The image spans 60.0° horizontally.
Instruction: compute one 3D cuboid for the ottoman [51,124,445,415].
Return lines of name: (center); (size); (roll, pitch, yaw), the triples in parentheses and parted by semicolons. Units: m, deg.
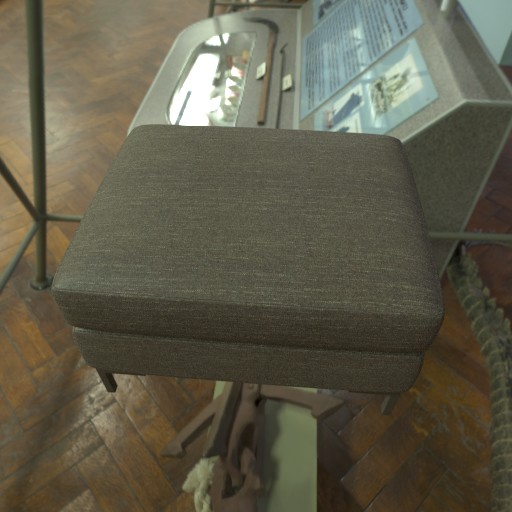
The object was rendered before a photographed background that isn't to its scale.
ottoman: (0.000, 0.000, 1.225); (0.820, 0.490, 0.671); (4, 47, 3)
